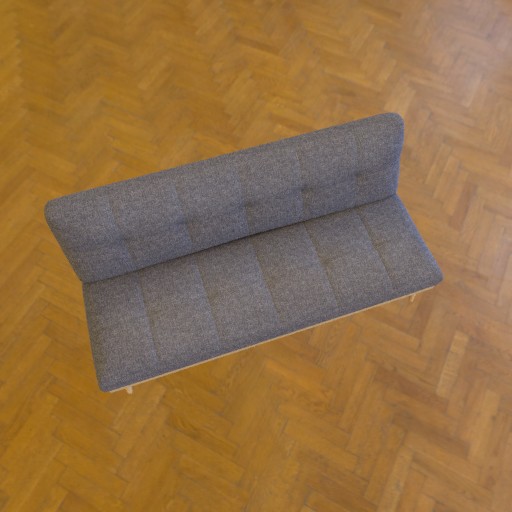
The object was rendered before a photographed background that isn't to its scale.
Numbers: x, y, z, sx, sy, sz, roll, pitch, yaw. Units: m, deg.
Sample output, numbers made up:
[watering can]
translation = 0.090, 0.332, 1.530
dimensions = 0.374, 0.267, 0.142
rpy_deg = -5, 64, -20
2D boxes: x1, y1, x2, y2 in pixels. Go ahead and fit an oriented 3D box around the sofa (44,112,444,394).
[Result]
[sofa]
translation = 0.000, 0.000, 2.299
dimensions = 1.820, 0.770, 0.820
rpy_deg = -16, 65, -8
